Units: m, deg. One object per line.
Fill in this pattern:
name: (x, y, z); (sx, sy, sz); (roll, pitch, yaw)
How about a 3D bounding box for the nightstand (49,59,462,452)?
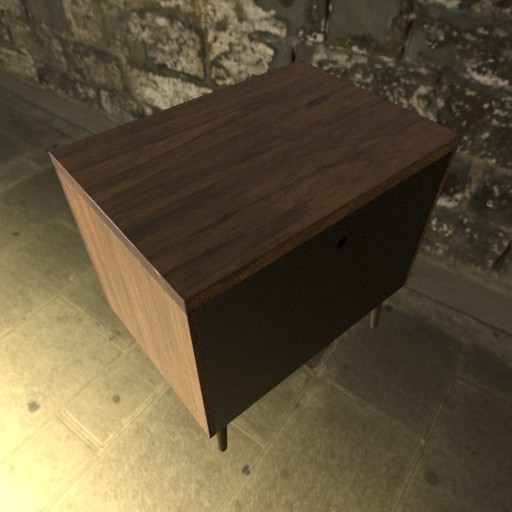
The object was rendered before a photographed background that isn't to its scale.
nightstand: (0.000, 0.000, 1.025); (0.610, 0.610, 0.458); (-31, 54, -26)
